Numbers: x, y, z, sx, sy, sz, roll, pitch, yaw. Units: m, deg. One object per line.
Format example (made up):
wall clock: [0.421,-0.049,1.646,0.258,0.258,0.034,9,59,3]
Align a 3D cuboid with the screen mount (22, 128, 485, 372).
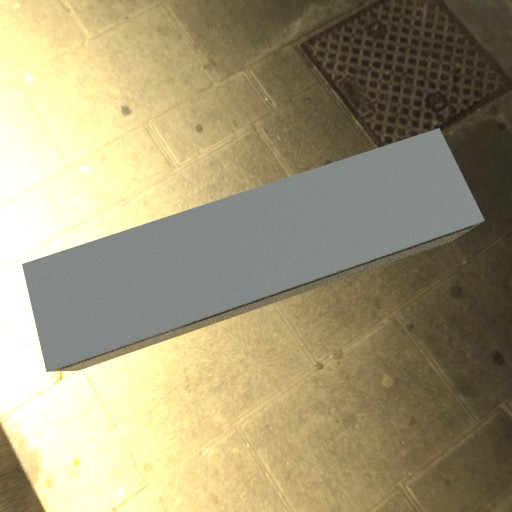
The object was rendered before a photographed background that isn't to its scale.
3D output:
screen mount: [0.000,0.000,1.820,1.644,0.432,0.399,-19,77,-4]
